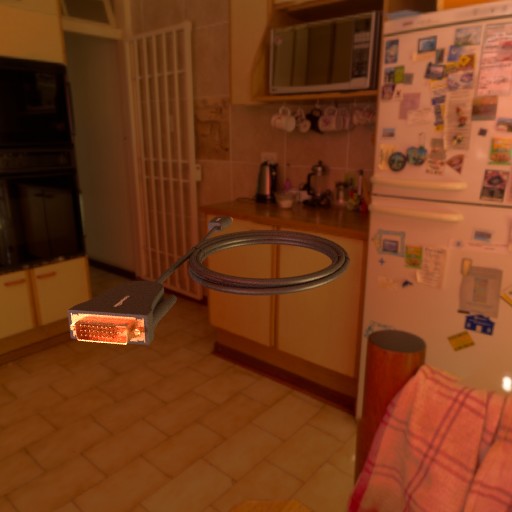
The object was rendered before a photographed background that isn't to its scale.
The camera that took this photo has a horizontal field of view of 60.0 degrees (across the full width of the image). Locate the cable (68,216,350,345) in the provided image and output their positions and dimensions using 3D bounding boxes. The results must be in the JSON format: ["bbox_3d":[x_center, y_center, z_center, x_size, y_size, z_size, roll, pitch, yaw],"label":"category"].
[{"bbox_3d":[0.000,0.000,0.327,0.136,0.015,0.281,3,16,10],"label":"cable"}]
